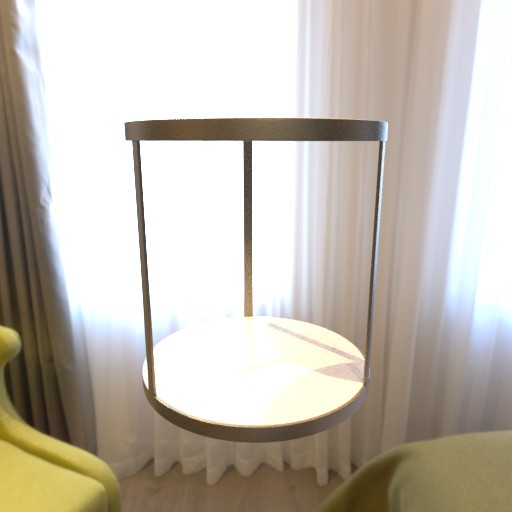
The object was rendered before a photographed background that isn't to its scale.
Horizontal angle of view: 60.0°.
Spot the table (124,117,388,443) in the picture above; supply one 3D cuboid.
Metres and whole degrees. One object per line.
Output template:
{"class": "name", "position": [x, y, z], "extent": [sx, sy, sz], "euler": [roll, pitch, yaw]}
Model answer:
{"class": "table", "position": [0.000, 0.000, 0.836], "extent": [0.445, 0.479, 0.445], "euler": [0, 15, 0]}
